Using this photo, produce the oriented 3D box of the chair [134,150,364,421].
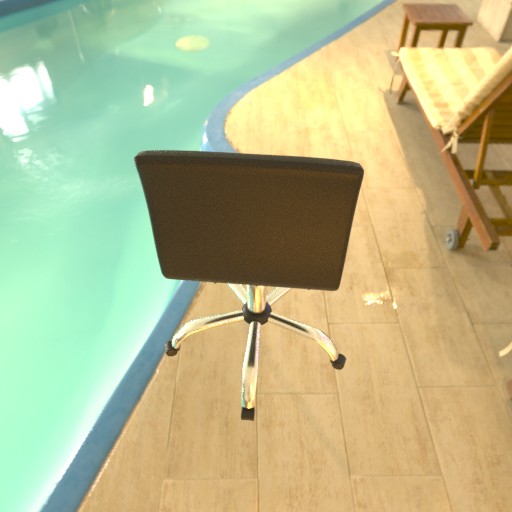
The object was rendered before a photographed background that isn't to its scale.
[{"bbox_3d":[0.000,0.000,1.123,0.556,0.780,0.530,4,46,4],"label":"chair"}]
